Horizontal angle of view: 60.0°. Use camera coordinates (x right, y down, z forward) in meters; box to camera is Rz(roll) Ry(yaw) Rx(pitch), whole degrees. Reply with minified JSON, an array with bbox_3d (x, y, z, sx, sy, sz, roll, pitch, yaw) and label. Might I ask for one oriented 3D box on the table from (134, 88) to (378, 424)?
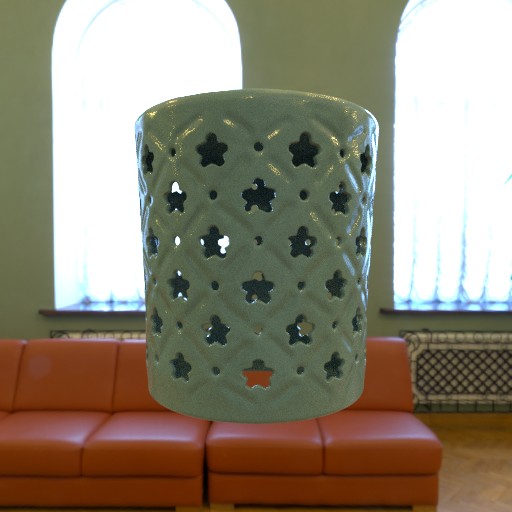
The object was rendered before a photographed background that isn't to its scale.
[{"bbox_3d":[0.000,0.000,0.665,0.352,0.387,0.352,0,1,0],"label":"table"}]
